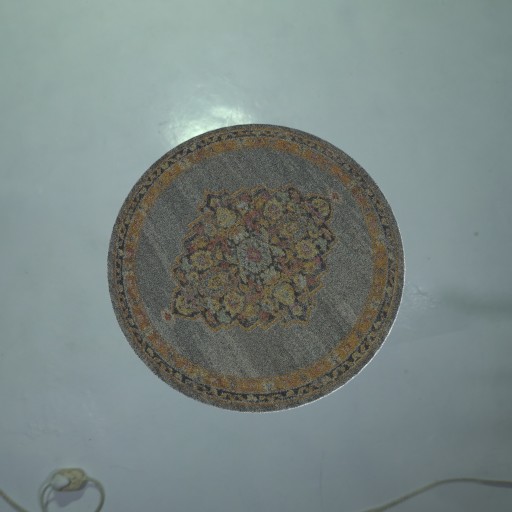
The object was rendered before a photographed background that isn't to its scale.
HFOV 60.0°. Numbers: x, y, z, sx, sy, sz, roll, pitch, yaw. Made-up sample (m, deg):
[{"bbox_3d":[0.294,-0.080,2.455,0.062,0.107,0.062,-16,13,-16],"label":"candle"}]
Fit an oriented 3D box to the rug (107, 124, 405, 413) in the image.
[{"bbox_3d":[0.000,0.000,2.383,1.598,0.010,1.598,0,75,0],"label":"rug"}]
